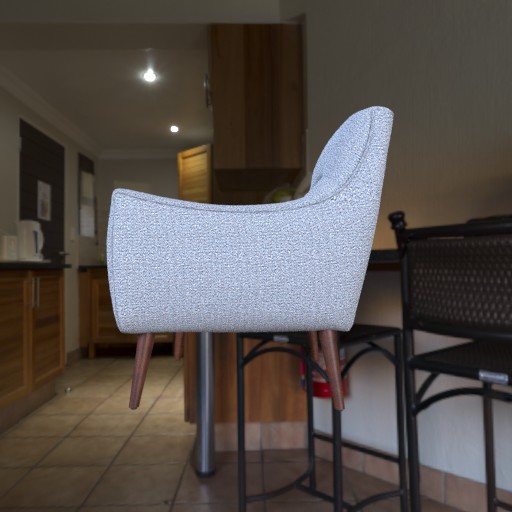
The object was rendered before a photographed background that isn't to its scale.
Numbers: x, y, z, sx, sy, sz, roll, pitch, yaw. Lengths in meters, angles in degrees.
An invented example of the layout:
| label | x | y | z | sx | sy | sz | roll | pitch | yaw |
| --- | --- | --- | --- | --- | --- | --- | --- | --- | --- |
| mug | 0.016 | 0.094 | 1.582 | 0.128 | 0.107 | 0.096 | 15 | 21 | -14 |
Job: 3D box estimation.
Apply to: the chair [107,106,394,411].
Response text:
| label | x | y | z | sx | sy | sz | roll | pitch | yaw |
| --- | --- | --- | --- | --- | --- | --- | --- | --- | --- |
| chair | 0.000 | 0.000 | 1.499 | 0.787 | 0.838 | 0.762 | 0 | -1 | 1 |
